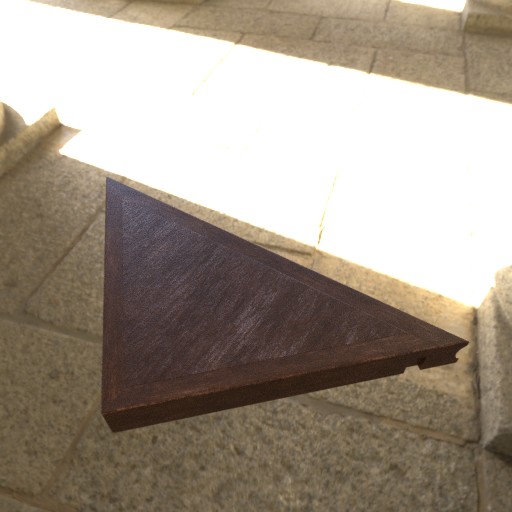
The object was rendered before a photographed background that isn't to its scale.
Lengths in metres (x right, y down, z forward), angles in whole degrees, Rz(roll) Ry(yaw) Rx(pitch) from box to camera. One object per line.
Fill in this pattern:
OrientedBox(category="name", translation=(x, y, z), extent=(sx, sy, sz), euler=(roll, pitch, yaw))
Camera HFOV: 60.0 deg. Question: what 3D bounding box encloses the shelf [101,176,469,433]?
OrientedBox(category="shelf", translation=(0.000, 0.000, 0.455), extent=(0.296, 0.035, 0.296), euler=(-9, 47, -8))
